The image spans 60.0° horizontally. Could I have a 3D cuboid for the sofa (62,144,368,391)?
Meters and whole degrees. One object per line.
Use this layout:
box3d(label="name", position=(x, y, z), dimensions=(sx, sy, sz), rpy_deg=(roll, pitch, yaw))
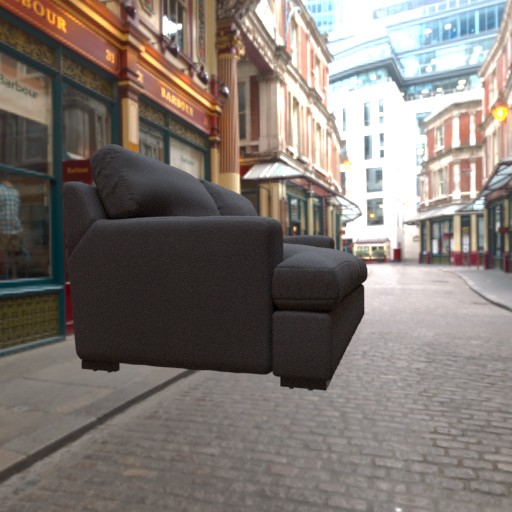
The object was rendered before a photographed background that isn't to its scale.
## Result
box3d(label="sofa", position=(0.000, 0.000, 2.519), dimensions=(1.143, 0.940, 1.880), rpy_deg=(0, 0, 17))
